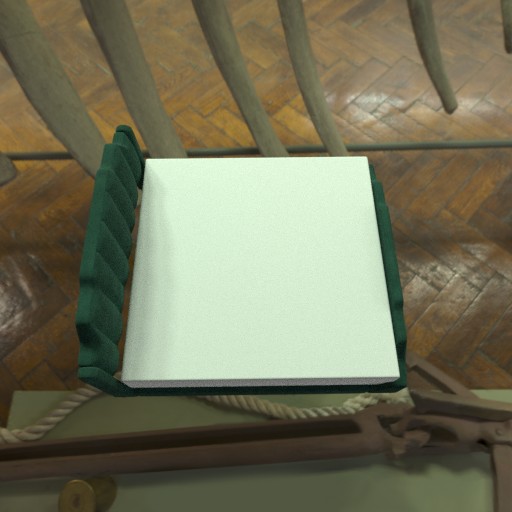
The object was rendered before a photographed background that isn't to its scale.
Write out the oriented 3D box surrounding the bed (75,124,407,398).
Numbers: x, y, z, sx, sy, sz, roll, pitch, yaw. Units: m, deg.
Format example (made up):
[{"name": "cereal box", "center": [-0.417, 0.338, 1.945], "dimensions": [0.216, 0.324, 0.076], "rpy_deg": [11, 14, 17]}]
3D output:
[{"name": "bed", "center": [0.000, 0.000, 3.633], "dimensions": [2.340, 1.245, 2.074], "rpy_deg": [-1, 65, 0]}]
